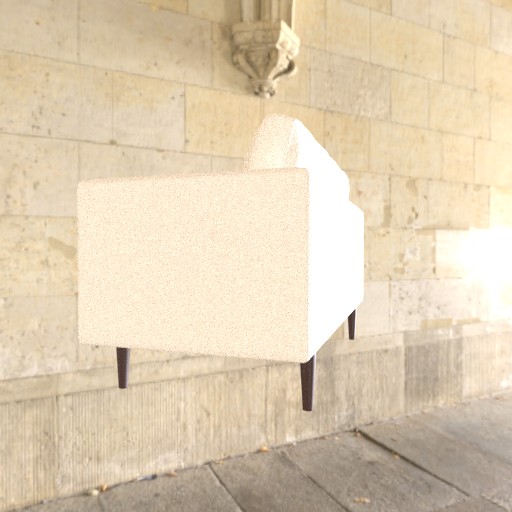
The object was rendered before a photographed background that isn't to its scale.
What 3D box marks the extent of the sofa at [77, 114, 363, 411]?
[{"bbox_3d":[0.000,0.000,1.965,0.796,0.908,1.430,0,1,19],"label":"sofa"}]
